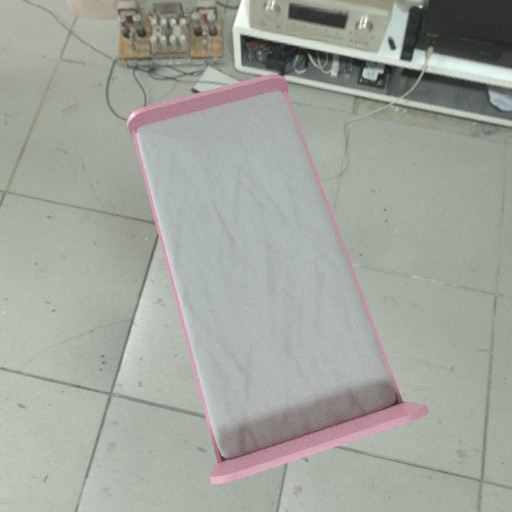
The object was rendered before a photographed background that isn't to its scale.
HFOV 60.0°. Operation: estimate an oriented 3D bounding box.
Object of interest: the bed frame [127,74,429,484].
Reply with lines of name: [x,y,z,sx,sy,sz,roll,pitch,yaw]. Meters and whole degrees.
bed frame: [0.000,0.000,2.454,0.998,0.805,1.963,-16,75,-5]
